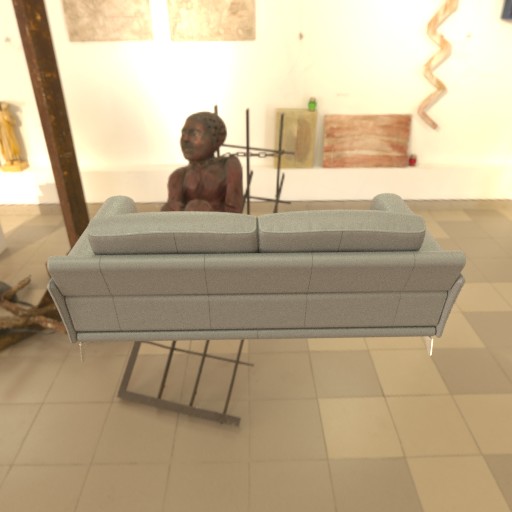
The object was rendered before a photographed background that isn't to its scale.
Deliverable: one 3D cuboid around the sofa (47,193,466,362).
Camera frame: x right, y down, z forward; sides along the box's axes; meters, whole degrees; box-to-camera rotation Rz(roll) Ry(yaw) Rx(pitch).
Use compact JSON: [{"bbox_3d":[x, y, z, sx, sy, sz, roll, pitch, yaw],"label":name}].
[{"bbox_3d":[0.000,0.000,2.680,2.101,0.930,1.049,-1,30,-1],"label":"sofa"}]
